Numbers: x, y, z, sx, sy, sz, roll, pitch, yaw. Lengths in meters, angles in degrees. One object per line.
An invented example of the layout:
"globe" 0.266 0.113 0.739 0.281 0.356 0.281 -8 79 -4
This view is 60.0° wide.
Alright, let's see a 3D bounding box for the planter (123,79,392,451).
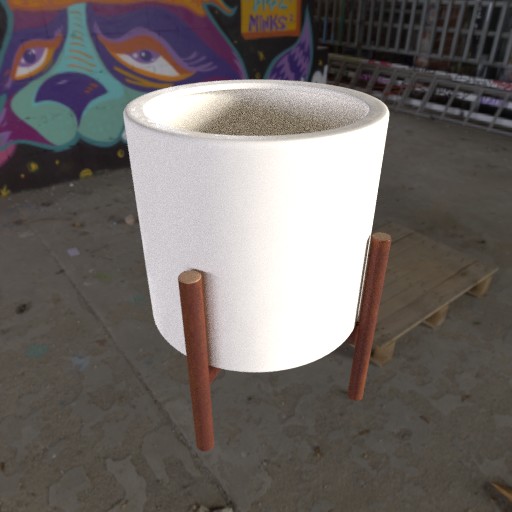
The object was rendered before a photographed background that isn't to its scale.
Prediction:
"planter" 0.000 0.000 0.869 0.420 0.581 0.421 -10 33 -15
